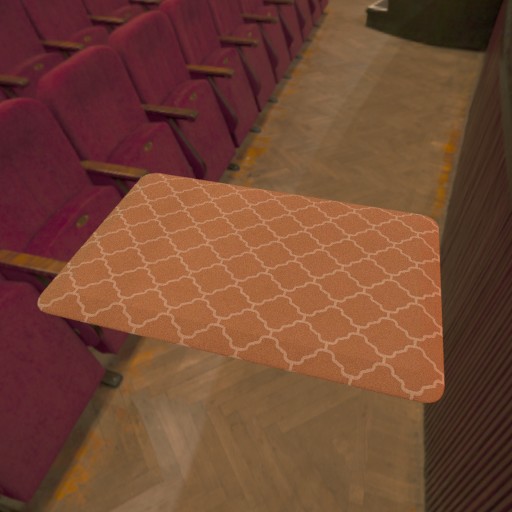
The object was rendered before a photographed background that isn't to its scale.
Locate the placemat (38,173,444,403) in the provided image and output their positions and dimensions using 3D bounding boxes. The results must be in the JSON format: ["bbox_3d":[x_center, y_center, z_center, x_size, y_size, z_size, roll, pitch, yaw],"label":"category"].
[{"bbox_3d":[0.000,0.000,0.950,0.762,0.021,0.508,11,44,11],"label":"placemat"}]
